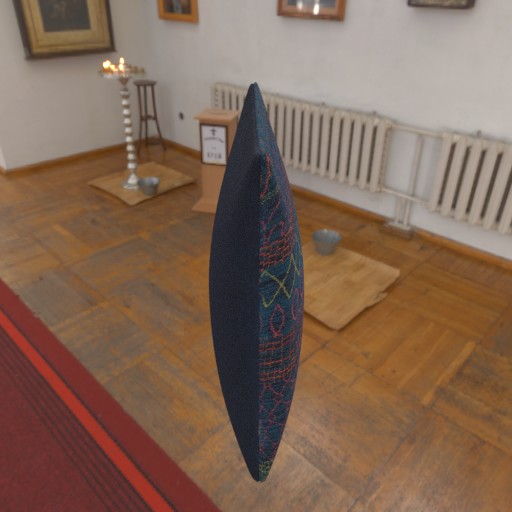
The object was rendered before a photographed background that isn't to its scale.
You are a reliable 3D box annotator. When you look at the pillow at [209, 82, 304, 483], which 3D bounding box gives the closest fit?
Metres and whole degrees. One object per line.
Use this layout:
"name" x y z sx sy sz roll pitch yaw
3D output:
"pillow" 0.000 0.000 0.649 0.141 0.431 0.431 -1 30 -1
